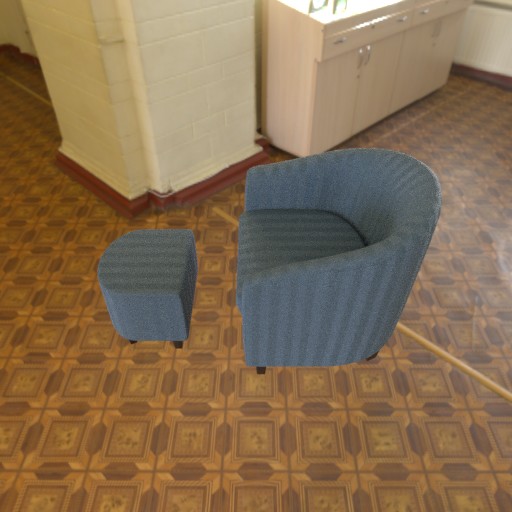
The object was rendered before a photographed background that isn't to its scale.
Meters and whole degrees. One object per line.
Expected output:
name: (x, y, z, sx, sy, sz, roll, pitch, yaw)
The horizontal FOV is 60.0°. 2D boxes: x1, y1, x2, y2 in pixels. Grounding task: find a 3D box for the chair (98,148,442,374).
chair: (0.000, 0.000, 1.806, 1.288, 0.757, 0.756, 0, 41, 0)
